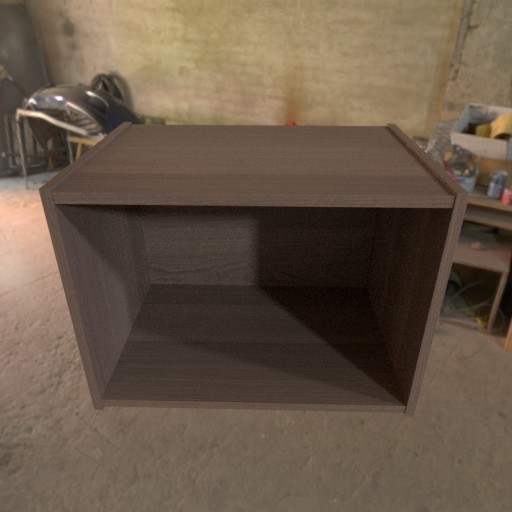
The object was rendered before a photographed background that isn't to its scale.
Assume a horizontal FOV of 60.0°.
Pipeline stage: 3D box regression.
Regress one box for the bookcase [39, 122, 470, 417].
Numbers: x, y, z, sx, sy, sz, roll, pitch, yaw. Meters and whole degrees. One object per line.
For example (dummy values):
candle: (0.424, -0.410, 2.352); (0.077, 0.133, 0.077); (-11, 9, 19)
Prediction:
bookcase: (0.000, 0.000, 0.626); (0.415, 0.305, 0.290); (1, 29, 1)
